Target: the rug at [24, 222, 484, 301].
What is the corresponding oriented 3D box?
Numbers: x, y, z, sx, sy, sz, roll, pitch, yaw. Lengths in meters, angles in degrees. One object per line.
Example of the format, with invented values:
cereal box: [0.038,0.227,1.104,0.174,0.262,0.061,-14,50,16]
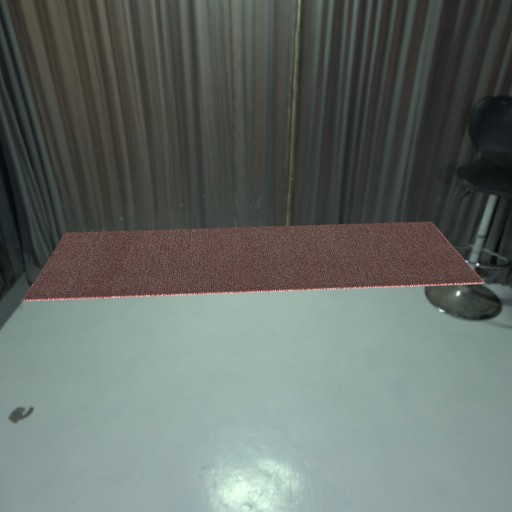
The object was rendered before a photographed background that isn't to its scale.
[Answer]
rug: [0.000,0.000,2.500,2.307,0.012,0.687,-2,32,-3]
